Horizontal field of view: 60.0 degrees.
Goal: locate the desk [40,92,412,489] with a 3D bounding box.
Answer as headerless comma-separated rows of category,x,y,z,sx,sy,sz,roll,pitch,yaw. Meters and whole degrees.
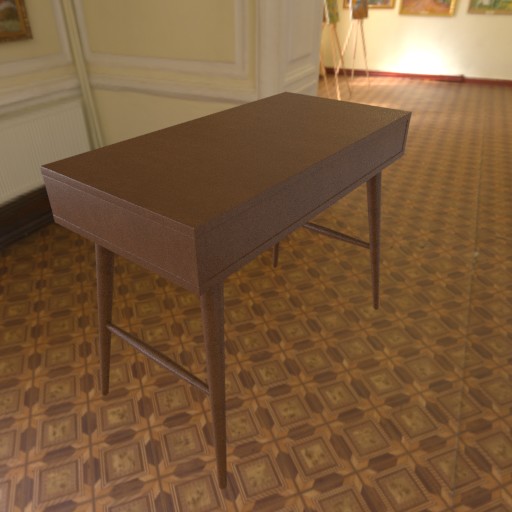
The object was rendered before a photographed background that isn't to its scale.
desk,0.000,0.000,1.368,0.510,0.758,0.949,22,38,31
